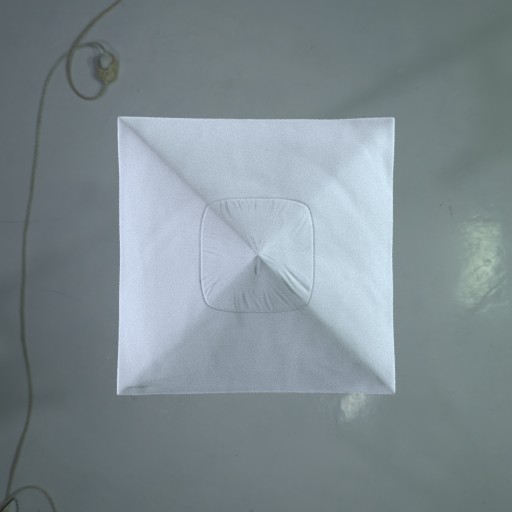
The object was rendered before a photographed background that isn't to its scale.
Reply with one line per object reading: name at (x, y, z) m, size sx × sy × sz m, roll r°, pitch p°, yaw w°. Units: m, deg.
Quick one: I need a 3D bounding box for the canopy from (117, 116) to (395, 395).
canopy at (0.000, 0.000, 5.483) m, size 2.998 × 2.997 × 2.996 m, roll 0°, pitch 90°, yaw -1°
